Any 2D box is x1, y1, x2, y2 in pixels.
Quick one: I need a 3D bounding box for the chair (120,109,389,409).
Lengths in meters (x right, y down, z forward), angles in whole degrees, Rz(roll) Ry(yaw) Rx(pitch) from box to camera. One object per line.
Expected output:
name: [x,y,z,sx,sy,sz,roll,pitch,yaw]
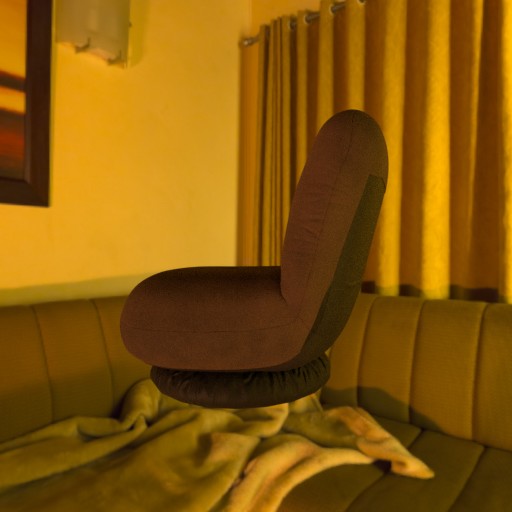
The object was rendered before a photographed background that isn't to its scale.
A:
chair: [0.000,0.000,1.050,0.597,0.594,0.521,0,1,19]
